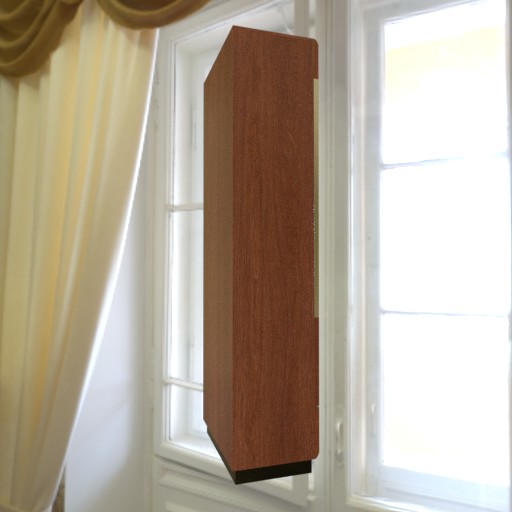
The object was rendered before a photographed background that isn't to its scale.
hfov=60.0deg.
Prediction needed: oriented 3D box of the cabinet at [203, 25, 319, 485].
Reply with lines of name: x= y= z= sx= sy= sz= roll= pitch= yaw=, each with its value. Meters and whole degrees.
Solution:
cabinet: x=0.000 y=0.000 z=2.274 sx=0.420 sy=1.980 sz=0.660 roll=0 pitch=-1 yaw=-18
